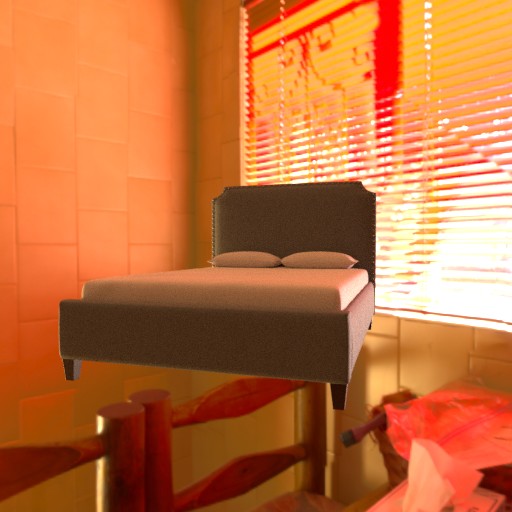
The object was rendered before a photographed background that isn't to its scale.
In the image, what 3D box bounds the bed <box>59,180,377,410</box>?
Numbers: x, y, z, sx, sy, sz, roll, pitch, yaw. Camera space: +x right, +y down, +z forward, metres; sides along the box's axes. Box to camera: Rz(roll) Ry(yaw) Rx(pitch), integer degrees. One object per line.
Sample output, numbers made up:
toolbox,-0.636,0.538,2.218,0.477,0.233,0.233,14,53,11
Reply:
bed,0.000,0.000,3.456,1.712,1.443,2.372,0,1,18
